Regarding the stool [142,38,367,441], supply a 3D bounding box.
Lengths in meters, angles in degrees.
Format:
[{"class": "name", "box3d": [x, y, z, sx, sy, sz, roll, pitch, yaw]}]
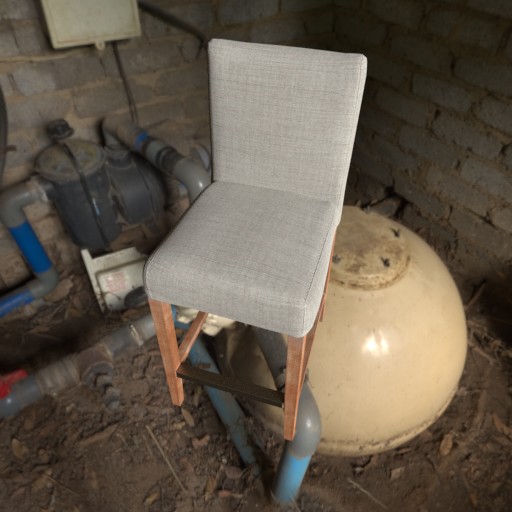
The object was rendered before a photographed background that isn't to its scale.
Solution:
[{"class": "stool", "box3d": [0.000, 0.000, 1.321, 0.454, 1.039, 0.567, 12, 44, 13]}]
